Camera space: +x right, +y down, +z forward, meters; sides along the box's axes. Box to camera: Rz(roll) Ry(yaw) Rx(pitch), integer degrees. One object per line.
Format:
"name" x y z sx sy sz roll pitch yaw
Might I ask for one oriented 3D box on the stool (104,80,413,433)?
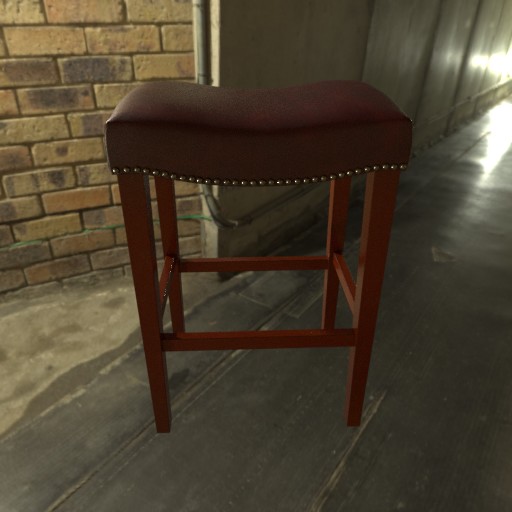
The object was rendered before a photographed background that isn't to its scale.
"stool" 0.000 0.000 1.022 0.504 0.742 0.372 -1 29 -2
